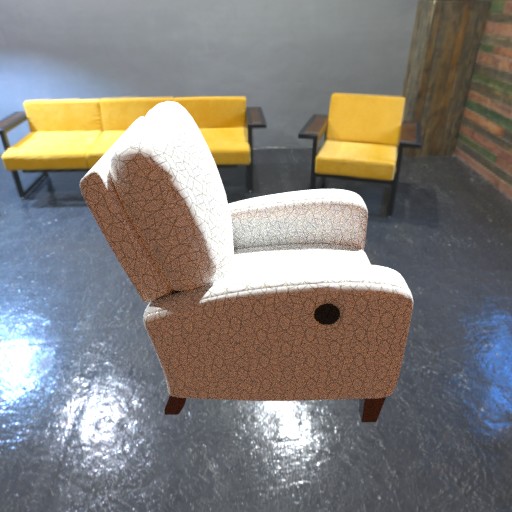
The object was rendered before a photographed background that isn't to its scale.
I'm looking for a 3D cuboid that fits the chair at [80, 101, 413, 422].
[{"bbox_3d":[0.000,0.000,1.727,0.995,1.064,0.796,0,31,0],"label":"chair"}]
